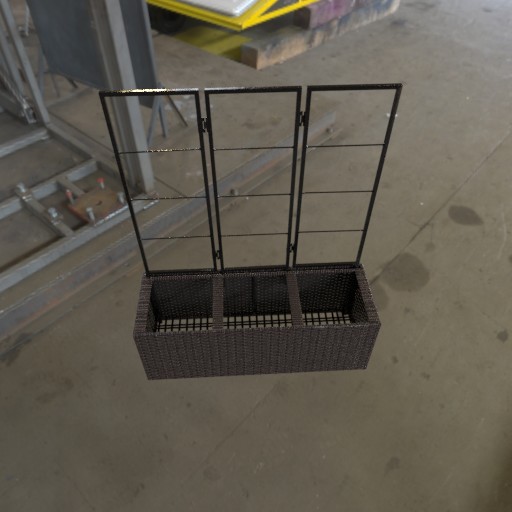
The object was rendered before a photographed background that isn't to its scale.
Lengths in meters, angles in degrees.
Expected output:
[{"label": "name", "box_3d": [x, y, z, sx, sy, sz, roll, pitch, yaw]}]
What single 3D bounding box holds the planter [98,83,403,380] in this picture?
[{"label": "planter", "box_3d": [0.000, 0.000, 1.199, 0.699, 0.841, 0.244, -2, 46, -2]}]
